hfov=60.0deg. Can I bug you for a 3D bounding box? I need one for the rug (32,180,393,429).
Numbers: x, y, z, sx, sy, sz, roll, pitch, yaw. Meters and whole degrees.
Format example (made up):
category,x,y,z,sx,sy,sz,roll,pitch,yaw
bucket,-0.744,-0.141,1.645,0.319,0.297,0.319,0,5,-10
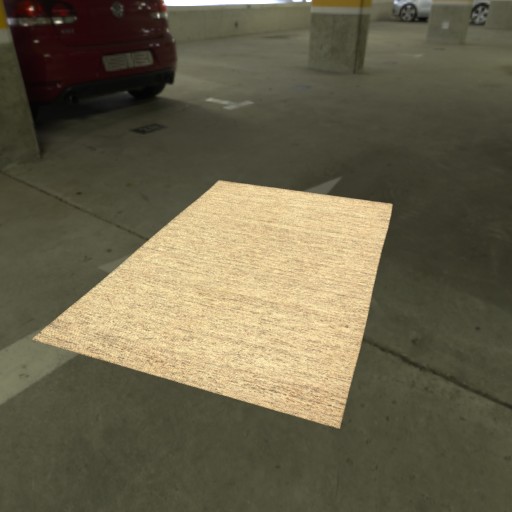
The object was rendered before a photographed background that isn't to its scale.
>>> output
category,x,y,z,sx,sy,sz,roll,pitch,yaw
rug,0.000,0.000,2.901,1.547,0.013,2.283,11,32,17
